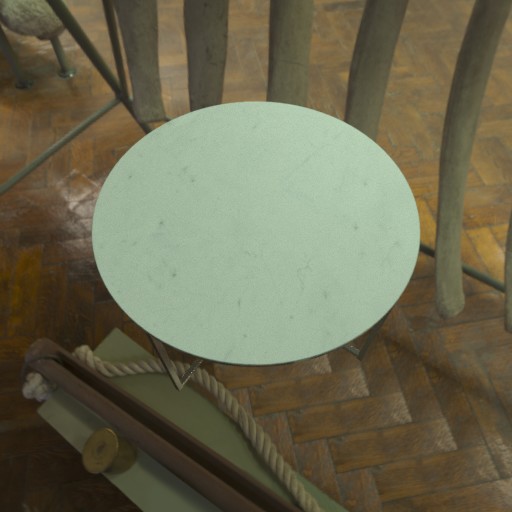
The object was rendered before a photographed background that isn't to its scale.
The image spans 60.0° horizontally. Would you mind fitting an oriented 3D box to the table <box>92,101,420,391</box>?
[{"bbox_3d":[0.000,0.000,1.288,0.800,0.450,0.800,0,58,0],"label":"table"}]
